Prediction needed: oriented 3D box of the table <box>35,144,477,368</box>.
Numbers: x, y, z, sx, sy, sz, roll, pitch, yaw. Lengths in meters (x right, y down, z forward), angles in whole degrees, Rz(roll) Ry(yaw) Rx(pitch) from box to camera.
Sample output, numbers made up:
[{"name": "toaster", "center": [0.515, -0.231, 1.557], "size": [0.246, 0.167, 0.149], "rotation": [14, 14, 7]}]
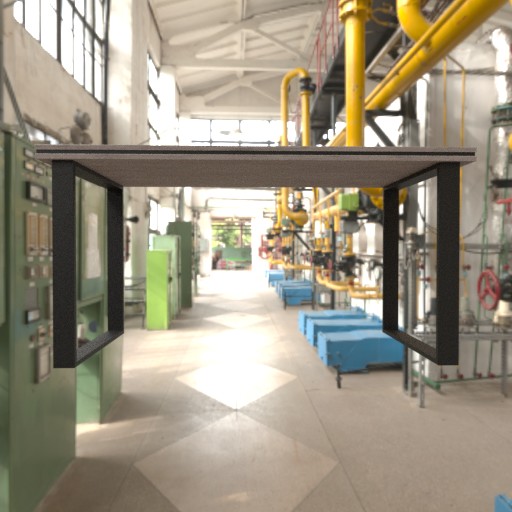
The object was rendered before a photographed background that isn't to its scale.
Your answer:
[{"name": "table", "center": [0.000, 0.000, 2.185], "size": [1.778, 0.899, 0.795], "rotation": [0, 1, -2]}]
